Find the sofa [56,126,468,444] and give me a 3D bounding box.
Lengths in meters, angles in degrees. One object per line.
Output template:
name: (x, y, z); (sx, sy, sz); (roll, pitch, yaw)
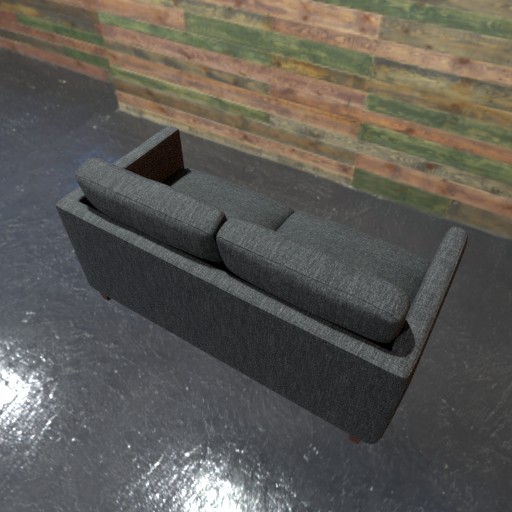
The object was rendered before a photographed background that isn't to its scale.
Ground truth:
sofa: (0.000, 0.000, 2.388); (1.884, 0.963, 0.950); (24, 51, 21)
